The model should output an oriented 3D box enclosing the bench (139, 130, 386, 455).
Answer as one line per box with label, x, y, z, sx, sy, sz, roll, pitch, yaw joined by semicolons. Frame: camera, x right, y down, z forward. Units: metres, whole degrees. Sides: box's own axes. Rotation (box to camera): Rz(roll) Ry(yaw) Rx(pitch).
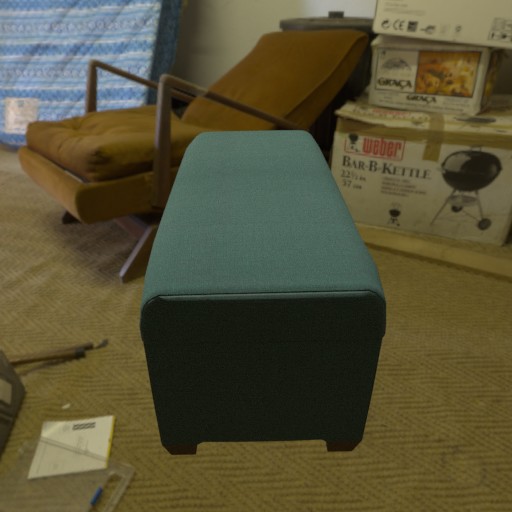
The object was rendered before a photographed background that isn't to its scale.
bench;0.000;0.000;1.277;0.476;0.474;0.995;-1;32;-1
